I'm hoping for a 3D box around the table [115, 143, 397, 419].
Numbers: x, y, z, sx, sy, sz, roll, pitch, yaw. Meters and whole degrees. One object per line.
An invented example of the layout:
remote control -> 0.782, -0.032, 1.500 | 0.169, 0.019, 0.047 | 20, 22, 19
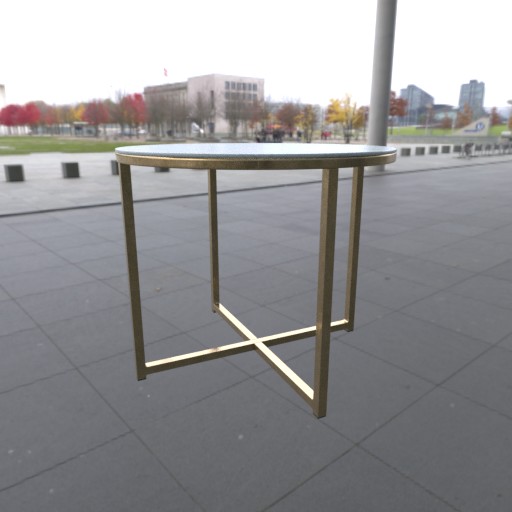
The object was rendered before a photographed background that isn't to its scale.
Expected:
table -> 0.000, 0.000, 0.879 | 0.500, 0.420, 0.500 | 0, 16, 0
